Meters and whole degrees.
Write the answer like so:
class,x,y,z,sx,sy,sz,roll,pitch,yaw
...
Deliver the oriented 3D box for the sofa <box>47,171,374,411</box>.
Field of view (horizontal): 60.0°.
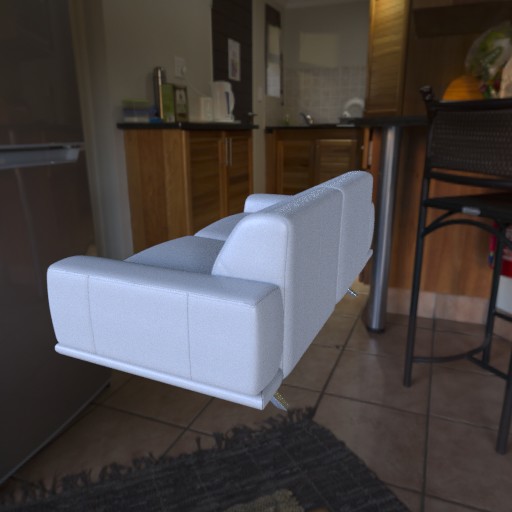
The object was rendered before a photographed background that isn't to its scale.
class,x,y,z,sx,sy,sz,roll,pitch,yaw
sofa,0.000,0.000,2.307,0.900,0.772,1.901,7,18,23
